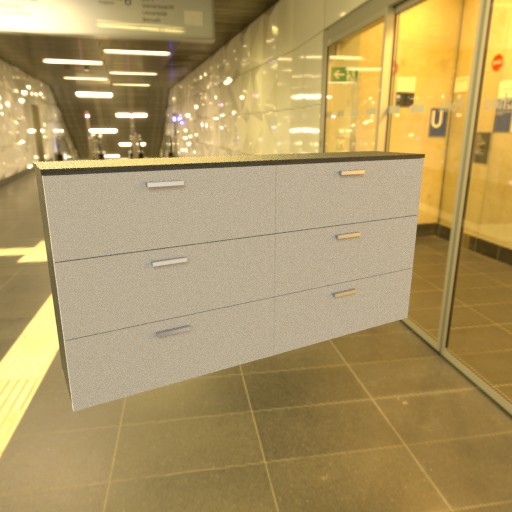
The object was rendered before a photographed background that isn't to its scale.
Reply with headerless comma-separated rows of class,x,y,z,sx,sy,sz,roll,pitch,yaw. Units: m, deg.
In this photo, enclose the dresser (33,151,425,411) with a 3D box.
dresser,0.000,0.000,1.822,1.535,0.790,0.333,-9,18,-28
